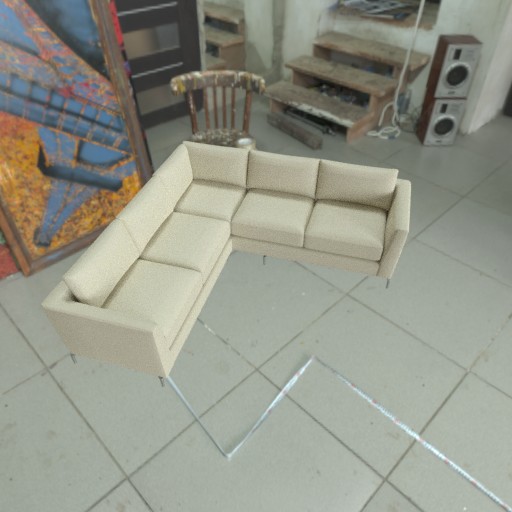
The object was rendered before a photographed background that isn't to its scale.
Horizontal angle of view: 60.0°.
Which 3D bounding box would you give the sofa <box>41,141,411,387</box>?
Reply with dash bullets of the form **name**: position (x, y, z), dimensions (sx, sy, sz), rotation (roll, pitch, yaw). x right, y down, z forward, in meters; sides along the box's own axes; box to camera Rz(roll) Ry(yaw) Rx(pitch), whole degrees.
- **sofa**: position (0.000, 0.000, 3.842), dimensions (2.448, 0.867, 2.430), rotation (11, 42, 12)
